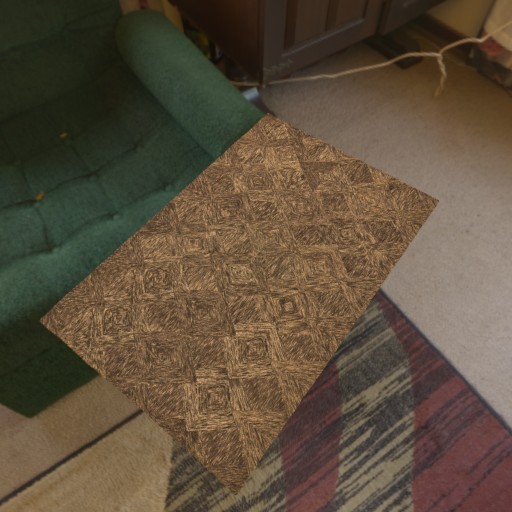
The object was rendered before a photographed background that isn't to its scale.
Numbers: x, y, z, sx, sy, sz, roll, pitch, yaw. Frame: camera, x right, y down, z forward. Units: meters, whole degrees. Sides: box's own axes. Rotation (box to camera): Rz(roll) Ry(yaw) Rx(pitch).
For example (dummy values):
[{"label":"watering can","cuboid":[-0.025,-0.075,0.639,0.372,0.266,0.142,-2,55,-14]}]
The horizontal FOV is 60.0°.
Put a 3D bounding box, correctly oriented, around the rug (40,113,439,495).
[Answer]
[{"label":"rug","cuboid":[0.000,0.000,2.259,1.189,0.011,1.808,33,63,19]}]
